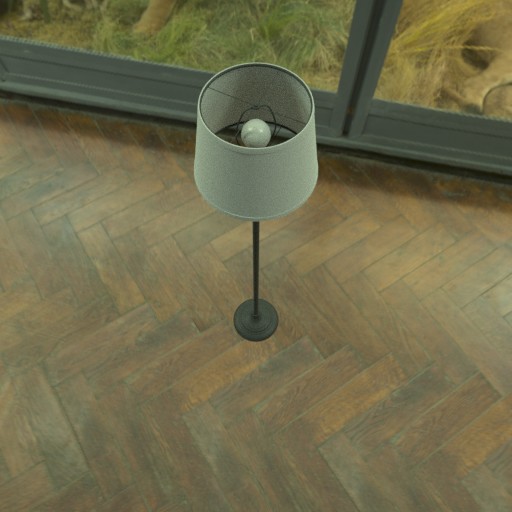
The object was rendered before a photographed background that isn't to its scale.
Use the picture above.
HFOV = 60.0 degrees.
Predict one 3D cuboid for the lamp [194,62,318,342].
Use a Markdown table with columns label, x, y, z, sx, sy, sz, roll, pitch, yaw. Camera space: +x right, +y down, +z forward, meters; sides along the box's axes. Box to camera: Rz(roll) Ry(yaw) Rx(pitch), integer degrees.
| label | x | y | z | sx | sy | sz | roll | pitch | yaw |
| --- | --- | --- | --- | --- | --- | --- | --- | --- | --- |
| lamp | 0.000 | 0.000 | 1.641 | 0.327 | 1.506 | 0.327 | -17 | 65 | -8 |
